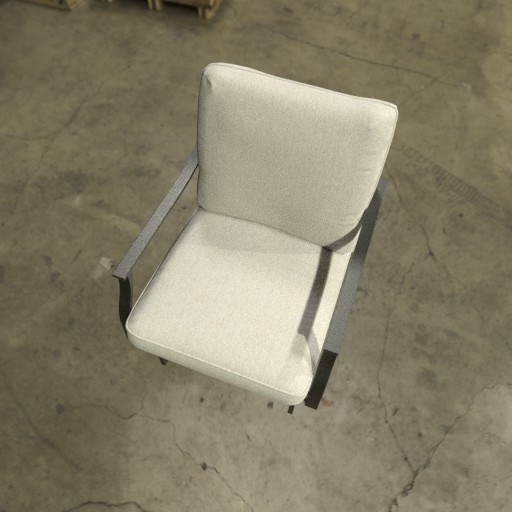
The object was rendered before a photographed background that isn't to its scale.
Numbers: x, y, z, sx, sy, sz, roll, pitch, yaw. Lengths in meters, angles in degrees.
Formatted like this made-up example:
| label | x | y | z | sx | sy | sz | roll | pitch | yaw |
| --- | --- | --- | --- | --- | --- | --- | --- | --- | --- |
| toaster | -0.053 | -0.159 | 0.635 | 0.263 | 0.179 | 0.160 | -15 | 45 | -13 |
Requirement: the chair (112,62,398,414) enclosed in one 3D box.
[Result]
| label | x | y | z | sx | sy | sz | roll | pitch | yaw |
| --- | --- | --- | --- | --- | --- | --- | --- | --- | --- |
| chair | 0.000 | 0.000 | 1.419 | 0.650 | 0.860 | 0.787 | 18 | 60 | 11 |
